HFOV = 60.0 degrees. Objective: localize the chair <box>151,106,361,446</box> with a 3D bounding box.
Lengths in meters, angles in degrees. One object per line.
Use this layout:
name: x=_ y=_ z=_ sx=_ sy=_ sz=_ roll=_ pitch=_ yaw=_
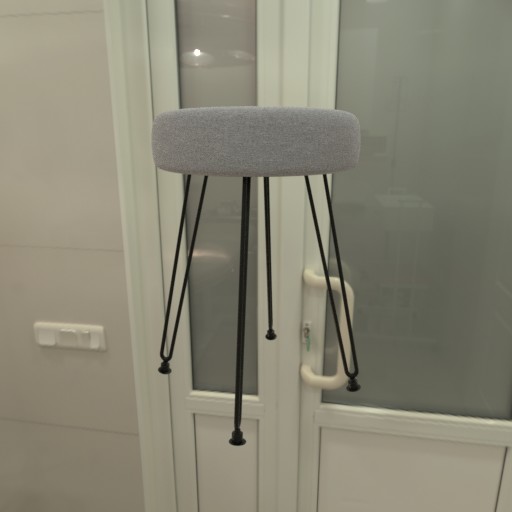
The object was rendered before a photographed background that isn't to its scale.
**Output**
chair: x=0.000 y=0.000 z=0.700 sx=0.350 sy=0.440 sz=0.350 roll=3 pitch=16 yaw=9
